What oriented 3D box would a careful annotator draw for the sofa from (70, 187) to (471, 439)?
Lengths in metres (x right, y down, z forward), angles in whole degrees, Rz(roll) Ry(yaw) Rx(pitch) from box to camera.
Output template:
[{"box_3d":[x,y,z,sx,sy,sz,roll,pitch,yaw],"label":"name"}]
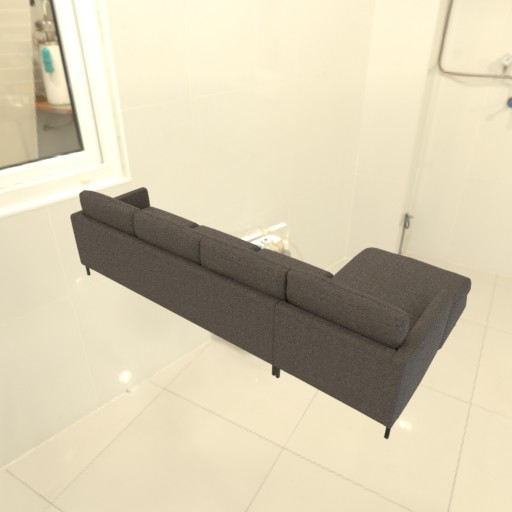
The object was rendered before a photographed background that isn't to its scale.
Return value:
[{"box_3d":[0.000,0.000,3.248,2.731,0.754,1.258,21,36,31],"label":"sofa"}]
